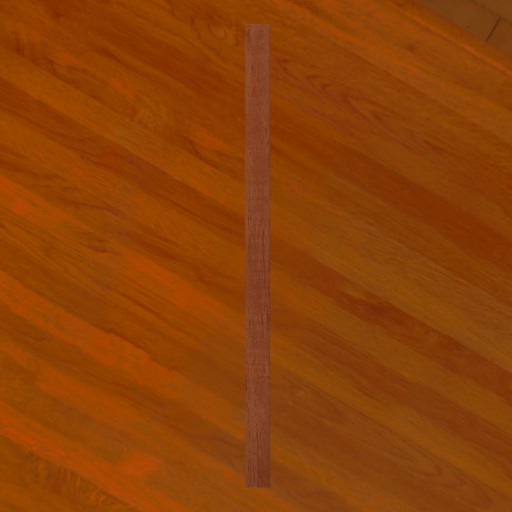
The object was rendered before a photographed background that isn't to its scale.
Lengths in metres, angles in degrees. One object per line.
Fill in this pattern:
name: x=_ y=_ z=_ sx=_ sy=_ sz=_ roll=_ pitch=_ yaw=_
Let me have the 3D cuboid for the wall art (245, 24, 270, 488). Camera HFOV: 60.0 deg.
wall art: x=0.000 y=0.000 z=1.766 sx=0.070 sy=1.009 sz=1.320 roll=0 pitch=90 yaw=-1
